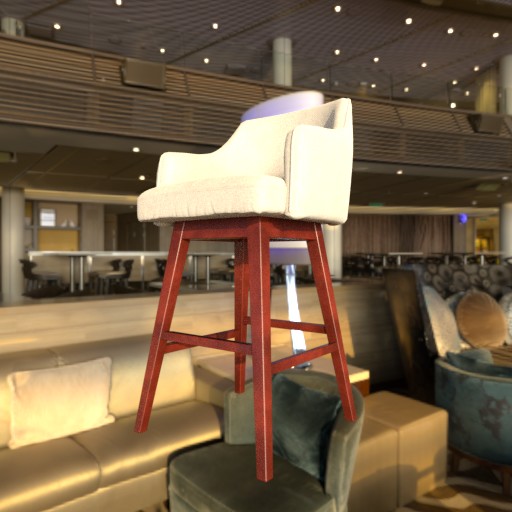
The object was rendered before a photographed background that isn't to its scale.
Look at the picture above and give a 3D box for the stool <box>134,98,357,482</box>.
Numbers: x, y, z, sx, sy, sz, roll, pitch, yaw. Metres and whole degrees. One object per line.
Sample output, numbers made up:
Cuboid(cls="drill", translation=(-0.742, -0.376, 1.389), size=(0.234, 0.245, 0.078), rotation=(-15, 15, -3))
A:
Cuboid(cls="stool", translation=(0.000, 0.000, 1.349), size=(0.548, 1.012, 0.558), rotation=(0, 0, 37))
